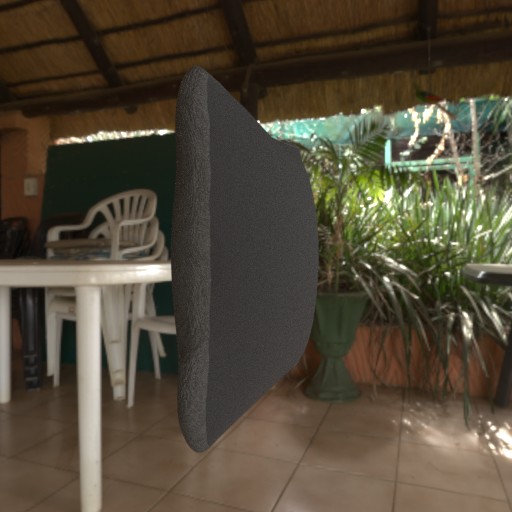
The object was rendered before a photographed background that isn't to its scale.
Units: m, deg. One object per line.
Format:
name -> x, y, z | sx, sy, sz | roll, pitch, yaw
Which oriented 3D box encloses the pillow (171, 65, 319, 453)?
pillow -> 0.000, 0.000, 0.816 | 0.210, 0.523, 0.533 | 0, 1, 19
